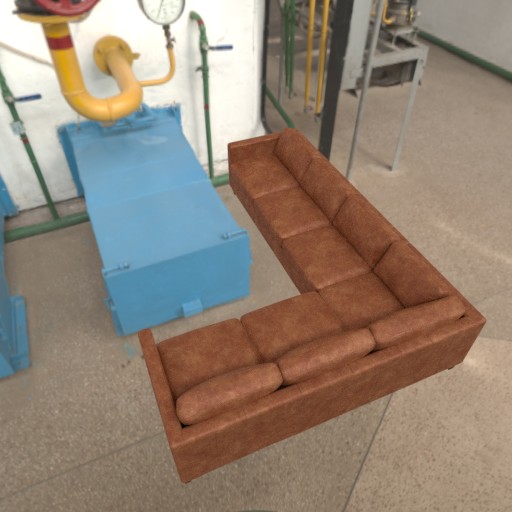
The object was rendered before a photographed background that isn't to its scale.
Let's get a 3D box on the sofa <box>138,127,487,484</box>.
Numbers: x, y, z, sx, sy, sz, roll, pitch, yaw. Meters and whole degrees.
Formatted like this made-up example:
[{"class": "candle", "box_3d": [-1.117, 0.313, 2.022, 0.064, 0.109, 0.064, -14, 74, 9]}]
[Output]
[{"class": "sofa", "box_3d": [0.000, 0.000, 4.173, 2.438, 0.838, 3.167, -17, 47, -16]}]
